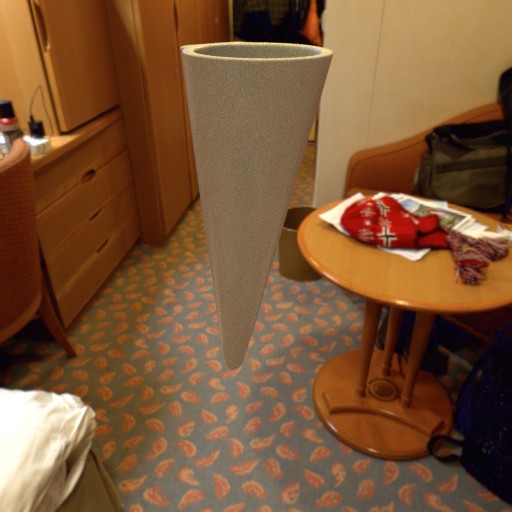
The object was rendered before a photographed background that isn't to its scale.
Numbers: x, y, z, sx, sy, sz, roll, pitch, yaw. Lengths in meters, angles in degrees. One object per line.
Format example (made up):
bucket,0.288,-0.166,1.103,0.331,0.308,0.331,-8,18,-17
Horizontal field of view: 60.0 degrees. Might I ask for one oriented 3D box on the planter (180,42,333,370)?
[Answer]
planter,0.000,0.000,0.225,0.057,0.191,0.064,-22,37,-32
